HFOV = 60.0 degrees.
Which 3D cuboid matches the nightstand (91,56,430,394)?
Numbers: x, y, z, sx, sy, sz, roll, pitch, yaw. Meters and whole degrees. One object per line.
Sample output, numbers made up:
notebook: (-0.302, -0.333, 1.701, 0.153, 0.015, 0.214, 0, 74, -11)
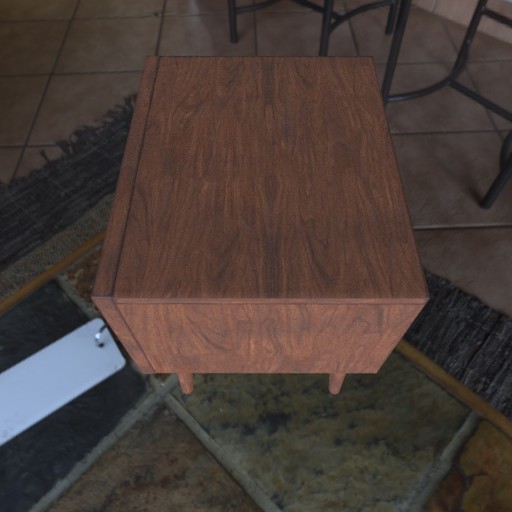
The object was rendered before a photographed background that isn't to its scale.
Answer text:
nightstand: (0.000, 0.000, 0.961, 0.445, 0.607, 0.521, 0, 57, 0)
